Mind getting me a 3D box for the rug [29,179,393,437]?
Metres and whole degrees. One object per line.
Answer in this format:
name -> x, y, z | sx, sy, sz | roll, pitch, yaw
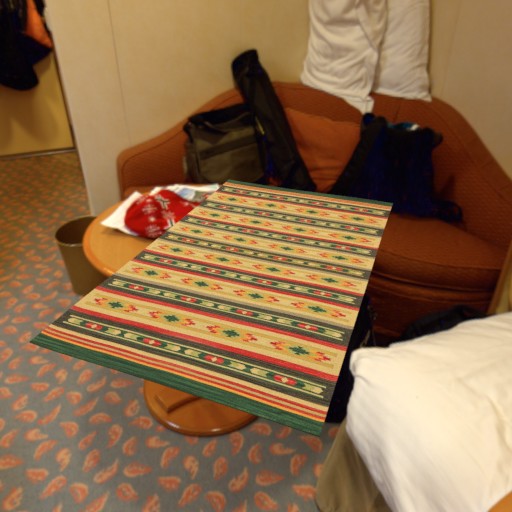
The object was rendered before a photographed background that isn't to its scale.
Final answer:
rug -> 0.000, 0.000, 2.998 | 1.520, 0.011, 2.447 | 11, 33, 18
